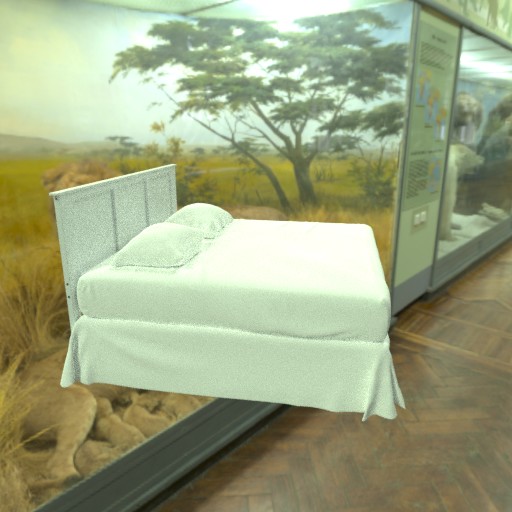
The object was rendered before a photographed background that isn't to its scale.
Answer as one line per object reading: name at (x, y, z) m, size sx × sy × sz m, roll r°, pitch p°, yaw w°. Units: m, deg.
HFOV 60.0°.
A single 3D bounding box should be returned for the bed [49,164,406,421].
bed at (0.000, 0.000, 3.621) m, size 2.215 × 1.273 × 2.317 m, roll 3°, pitch 17°, yaw 11°
